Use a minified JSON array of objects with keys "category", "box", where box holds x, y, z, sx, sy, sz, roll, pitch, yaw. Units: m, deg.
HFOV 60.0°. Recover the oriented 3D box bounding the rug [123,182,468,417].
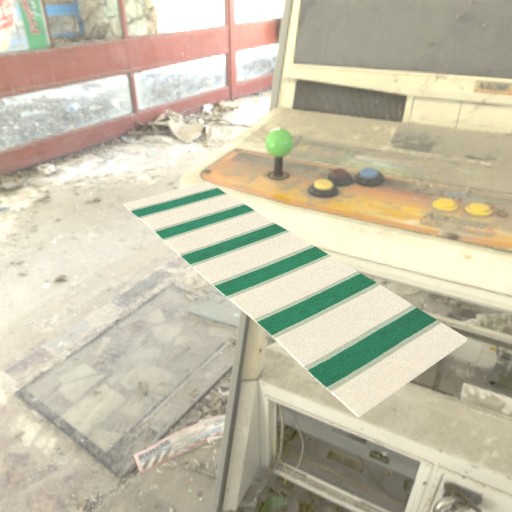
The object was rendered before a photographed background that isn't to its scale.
[{"category":"rug","box":[0.000,0.000,2.782,0.768,0.012,2.438,-21,37,-30]}]
